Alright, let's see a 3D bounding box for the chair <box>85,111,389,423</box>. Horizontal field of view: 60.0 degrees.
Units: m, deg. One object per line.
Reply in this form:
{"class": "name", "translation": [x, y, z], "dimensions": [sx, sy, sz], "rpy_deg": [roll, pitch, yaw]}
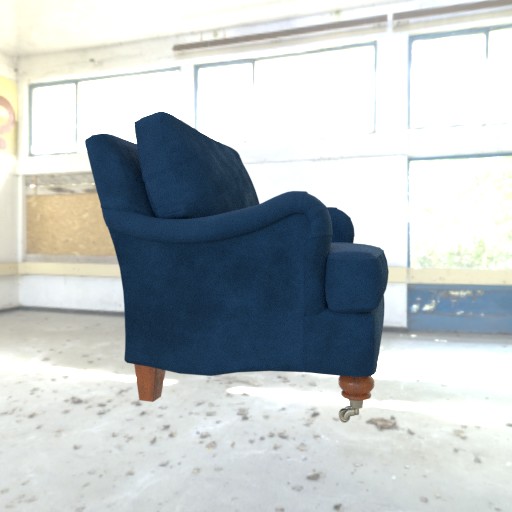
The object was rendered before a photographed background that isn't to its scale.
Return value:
{"class": "chair", "translation": [0.000, 0.000, 1.884], "dimensions": [1.078, 1.076, 0.895], "rpy_deg": [1, 2, 17]}
